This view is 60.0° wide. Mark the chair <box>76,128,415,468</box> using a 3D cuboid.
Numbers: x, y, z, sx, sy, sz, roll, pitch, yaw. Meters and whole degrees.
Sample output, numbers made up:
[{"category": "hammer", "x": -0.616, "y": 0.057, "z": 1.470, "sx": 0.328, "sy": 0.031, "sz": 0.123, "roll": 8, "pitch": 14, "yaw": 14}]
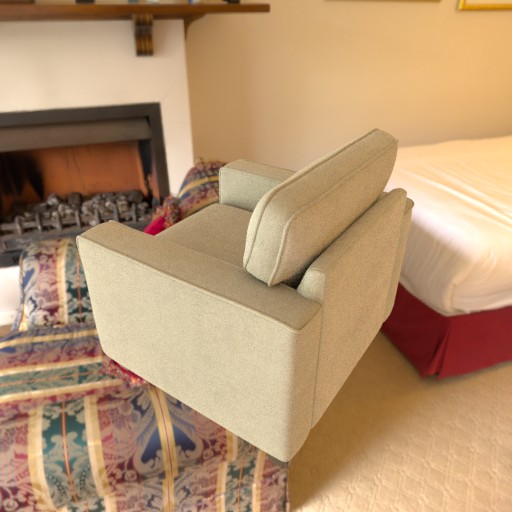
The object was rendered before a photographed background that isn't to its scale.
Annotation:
[{"category": "chair", "x": 0.000, "y": 0.000, "z": 1.797, "sx": 0.939, "sy": 0.965, "sz": 1.015, "roll": 20, "pitch": 37, "yaw": 29}]
